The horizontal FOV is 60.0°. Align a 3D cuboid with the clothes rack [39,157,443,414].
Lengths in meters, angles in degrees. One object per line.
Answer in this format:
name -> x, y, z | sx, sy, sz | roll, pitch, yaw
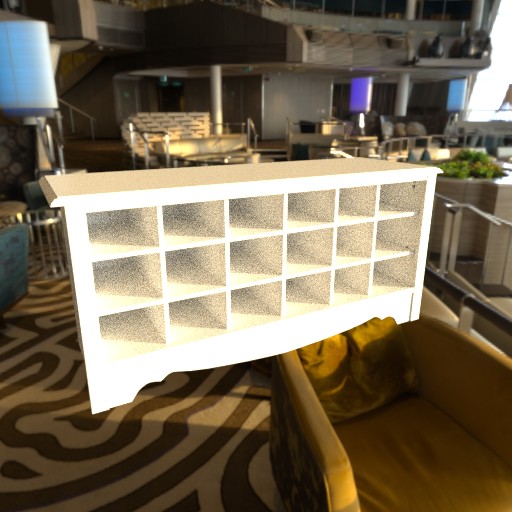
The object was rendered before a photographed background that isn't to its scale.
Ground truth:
clothes rack -> 0.000, 0.000, 1.474 | 1.218, 0.558, 0.405 | -9, 20, -27
